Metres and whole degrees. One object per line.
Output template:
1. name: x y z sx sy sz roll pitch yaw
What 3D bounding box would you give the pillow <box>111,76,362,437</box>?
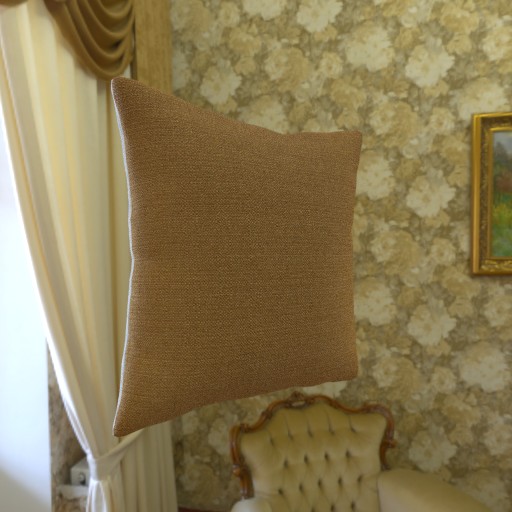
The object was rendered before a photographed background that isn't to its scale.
1. pillow: 0.000 0.000 0.660 0.432 0.437 0.147 -1 2 -35
